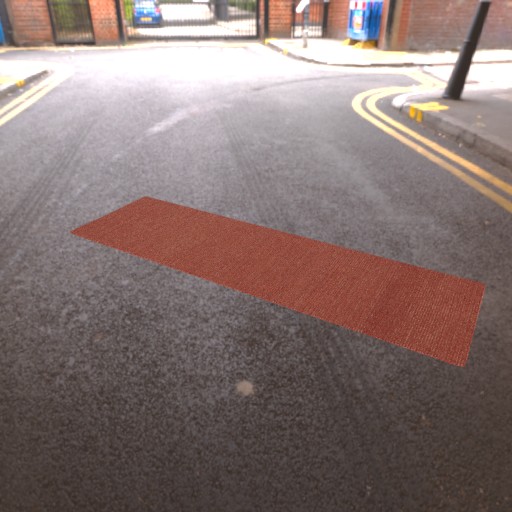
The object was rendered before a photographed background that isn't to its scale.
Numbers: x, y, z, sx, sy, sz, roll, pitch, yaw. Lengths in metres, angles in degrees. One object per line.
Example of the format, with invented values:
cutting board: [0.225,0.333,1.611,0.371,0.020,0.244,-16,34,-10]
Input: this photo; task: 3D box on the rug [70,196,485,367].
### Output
rug: [0.000,0.000,2.504,2.307,0.012,0.687,16,34,26]
